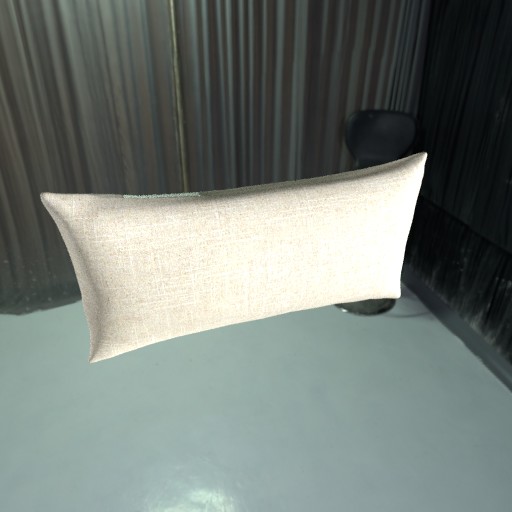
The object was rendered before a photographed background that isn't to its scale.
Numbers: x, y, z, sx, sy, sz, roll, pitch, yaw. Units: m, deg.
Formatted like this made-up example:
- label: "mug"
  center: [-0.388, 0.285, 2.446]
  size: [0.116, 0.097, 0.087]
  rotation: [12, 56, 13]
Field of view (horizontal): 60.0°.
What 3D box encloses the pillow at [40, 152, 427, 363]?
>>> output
- label: "pillow"
  center: [0.000, 0.000, 1.056]
  size: [0.859, 0.429, 0.197]
  rotation: [-9, 30, -16]
